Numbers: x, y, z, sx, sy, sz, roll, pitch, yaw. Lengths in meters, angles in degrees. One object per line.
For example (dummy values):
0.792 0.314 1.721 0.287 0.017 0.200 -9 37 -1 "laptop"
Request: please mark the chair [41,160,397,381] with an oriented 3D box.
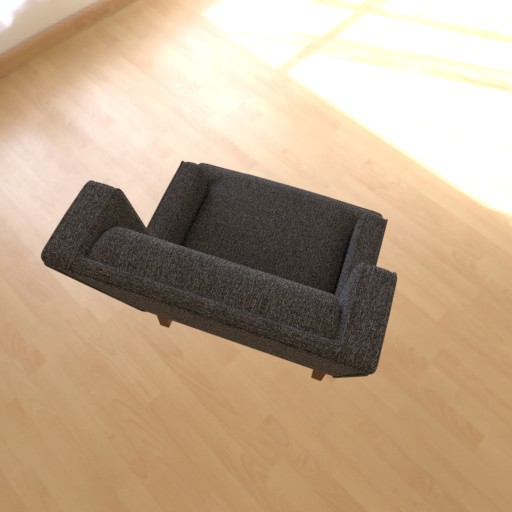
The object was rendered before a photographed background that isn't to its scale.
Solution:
0.000 0.000 1.792 0.942 1.082 0.927 17 64 9 "chair"
